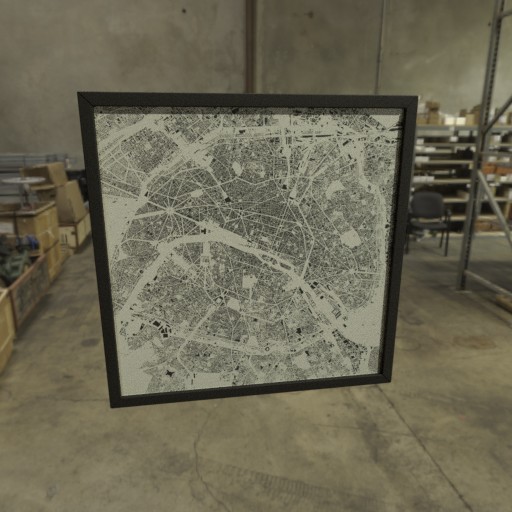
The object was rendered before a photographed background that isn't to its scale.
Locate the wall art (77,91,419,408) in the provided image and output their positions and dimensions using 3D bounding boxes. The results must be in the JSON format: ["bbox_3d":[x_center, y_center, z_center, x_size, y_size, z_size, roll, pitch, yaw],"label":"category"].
[{"bbox_3d":[0.000,0.000,0.739,0.508,0.508,0.037,-3,16,-9],"label":"wall art"}]
